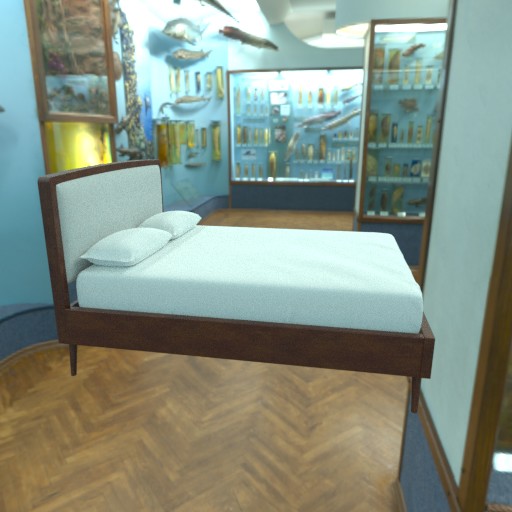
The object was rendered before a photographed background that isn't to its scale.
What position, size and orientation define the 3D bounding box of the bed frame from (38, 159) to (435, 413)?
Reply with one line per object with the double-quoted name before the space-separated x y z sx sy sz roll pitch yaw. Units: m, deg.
"bed frame" 0.000 0.000 3.173 2.171 1.279 1.587 3 16 10
